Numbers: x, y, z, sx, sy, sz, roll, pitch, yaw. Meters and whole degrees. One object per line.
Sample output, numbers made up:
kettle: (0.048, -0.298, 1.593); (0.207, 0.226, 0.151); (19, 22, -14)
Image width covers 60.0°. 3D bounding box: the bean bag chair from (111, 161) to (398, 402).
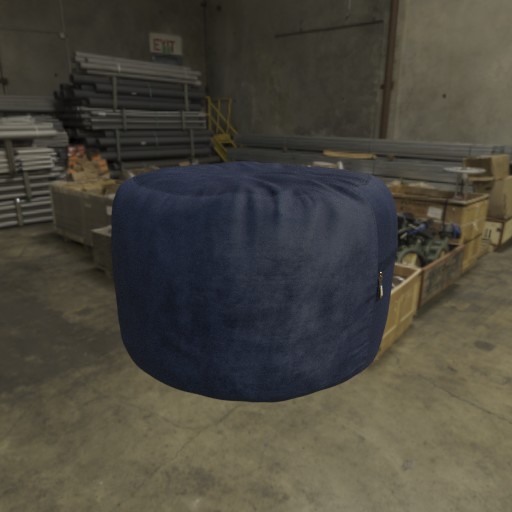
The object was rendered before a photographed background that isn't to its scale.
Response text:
bean bag chair: (0.000, 0.000, 1.978); (1.219, 0.762, 1.219); (0, 17, 0)
